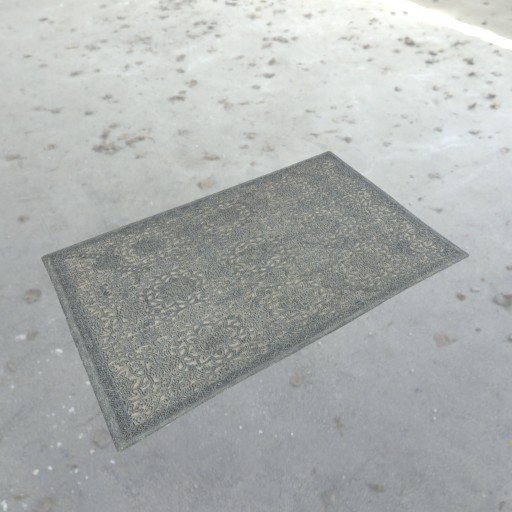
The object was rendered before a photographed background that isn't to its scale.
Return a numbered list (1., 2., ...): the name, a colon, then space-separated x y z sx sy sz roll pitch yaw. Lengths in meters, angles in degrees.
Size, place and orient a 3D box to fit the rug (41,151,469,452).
1. rug: 0.000 0.000 3.018 2.498 0.022 1.535 -24 50 -22
